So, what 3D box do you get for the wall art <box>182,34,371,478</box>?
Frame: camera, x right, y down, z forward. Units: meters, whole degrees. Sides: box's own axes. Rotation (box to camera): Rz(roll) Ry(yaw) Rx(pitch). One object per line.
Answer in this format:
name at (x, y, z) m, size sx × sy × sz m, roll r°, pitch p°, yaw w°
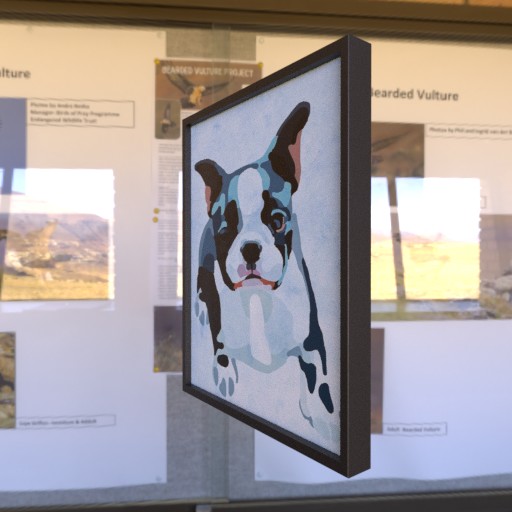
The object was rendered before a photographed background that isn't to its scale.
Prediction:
wall art at (0.000, 0.000, 0.494) m, size 0.030 × 0.369 × 0.294 m, roll 0°, pitch 0°, yaw -37°
